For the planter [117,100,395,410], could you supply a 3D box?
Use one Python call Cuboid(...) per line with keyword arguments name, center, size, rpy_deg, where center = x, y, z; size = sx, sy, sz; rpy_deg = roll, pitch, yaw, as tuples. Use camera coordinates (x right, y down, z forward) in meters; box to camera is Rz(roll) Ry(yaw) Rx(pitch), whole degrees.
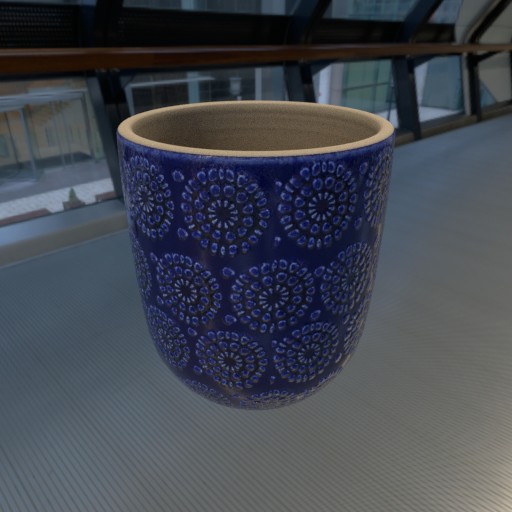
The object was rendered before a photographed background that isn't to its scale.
Cuboid(name="planter", center=(0.000, 0.000, 0.345), size=(0.184, 0.206, 0.184), rpy_deg=(0, 27, 0))
